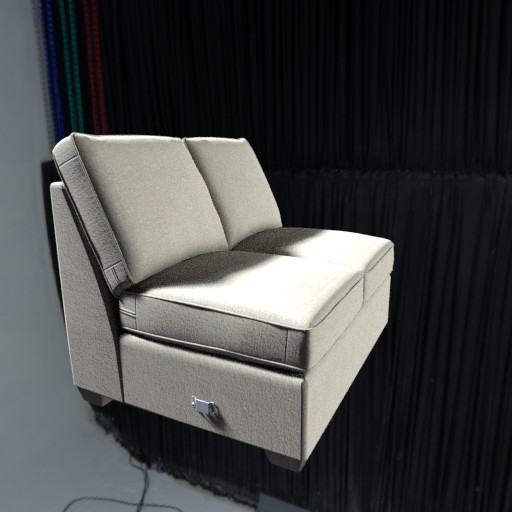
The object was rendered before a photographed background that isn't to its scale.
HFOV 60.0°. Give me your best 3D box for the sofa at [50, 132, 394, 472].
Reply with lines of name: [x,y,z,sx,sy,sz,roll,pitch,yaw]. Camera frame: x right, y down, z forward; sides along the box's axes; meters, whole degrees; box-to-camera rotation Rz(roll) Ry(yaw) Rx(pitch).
sofa: [0.000,0.000,1.910,0.978,1.006,1.232,7,16,26]
